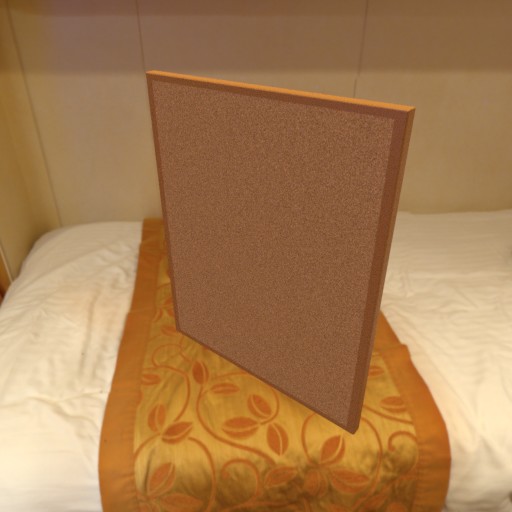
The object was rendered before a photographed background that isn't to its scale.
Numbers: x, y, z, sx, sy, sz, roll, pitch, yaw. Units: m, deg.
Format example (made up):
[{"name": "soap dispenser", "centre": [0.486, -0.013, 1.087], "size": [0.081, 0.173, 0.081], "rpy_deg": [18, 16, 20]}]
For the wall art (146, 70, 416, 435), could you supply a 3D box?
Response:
[{"name": "wall art", "centre": [0.000, 0.000, 0.522], "size": [0.310, 0.379, 0.015], "rpy_deg": [22, 37, 32]}]
